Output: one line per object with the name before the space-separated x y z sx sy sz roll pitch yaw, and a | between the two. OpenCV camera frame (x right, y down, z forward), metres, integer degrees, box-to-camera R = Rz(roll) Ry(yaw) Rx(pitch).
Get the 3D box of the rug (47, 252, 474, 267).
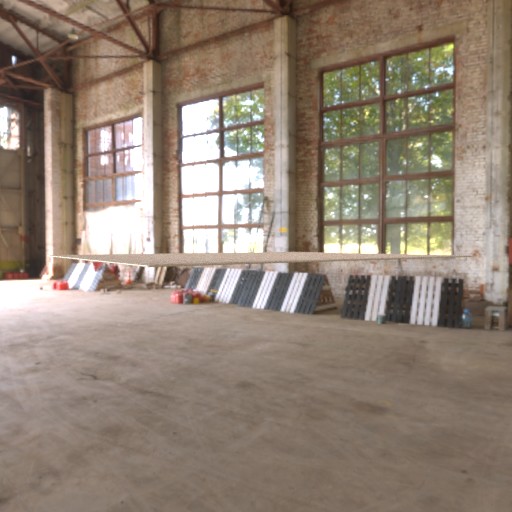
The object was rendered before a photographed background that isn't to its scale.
rug | 0.000 0.000 3.942 2.980 0.012 2.363 -1 2 -36
